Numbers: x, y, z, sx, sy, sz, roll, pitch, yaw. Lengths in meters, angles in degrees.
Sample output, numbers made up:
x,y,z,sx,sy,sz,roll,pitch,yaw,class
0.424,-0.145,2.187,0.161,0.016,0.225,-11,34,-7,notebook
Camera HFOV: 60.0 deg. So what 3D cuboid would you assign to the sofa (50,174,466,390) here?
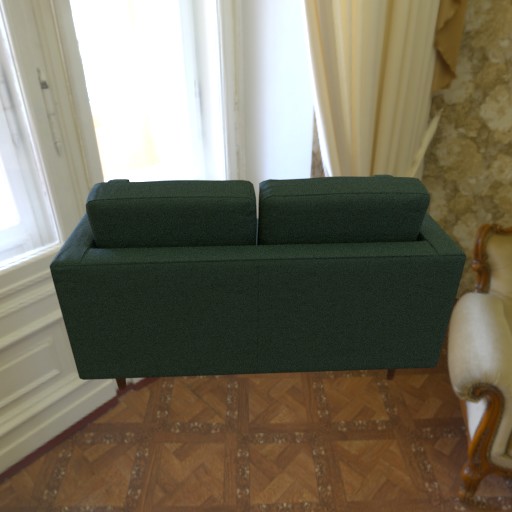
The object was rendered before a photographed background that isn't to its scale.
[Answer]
x,y,z,sx,sy,sz,roll,pitch,yaw,class
0.000,0.000,2.002,1.430,0.899,0.879,-1,30,-2,sofa
